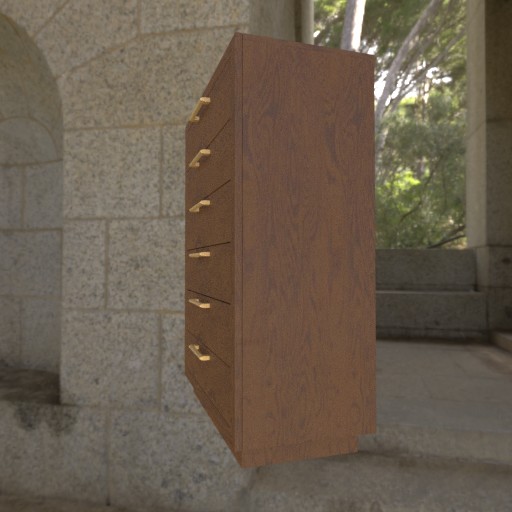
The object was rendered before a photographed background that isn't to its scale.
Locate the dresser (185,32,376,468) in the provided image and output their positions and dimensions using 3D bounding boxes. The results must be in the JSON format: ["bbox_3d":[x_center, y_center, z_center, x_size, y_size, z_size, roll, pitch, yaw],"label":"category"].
[{"bbox_3d":[0.000,0.000,1.837,0.516,1.320,0.964,0,-1,-18],"label":"dresser"}]
